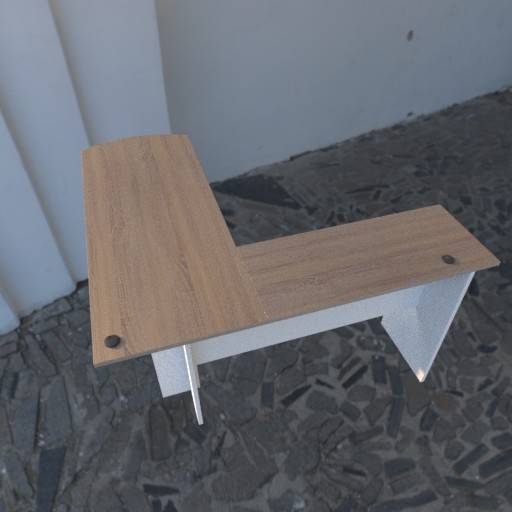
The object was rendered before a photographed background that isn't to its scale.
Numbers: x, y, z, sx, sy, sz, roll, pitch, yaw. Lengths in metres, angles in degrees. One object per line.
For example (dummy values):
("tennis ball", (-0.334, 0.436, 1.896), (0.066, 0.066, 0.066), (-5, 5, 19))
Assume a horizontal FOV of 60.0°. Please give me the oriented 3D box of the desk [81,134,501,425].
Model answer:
("desk", (0.000, 0.000, 2.076), (1.361, 0.716, 1.303), (-12, 44, -13))
